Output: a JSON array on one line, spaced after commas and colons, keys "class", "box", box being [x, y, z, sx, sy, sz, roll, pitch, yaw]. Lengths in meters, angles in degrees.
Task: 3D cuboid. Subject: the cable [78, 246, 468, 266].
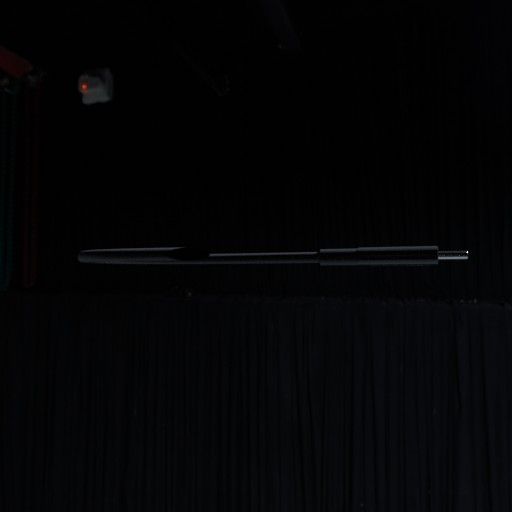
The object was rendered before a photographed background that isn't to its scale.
[{"class": "cable", "box": [0.000, 0.000, 0.111, 0.098, 0.005, 0.041, -1, -3, 19]}]
